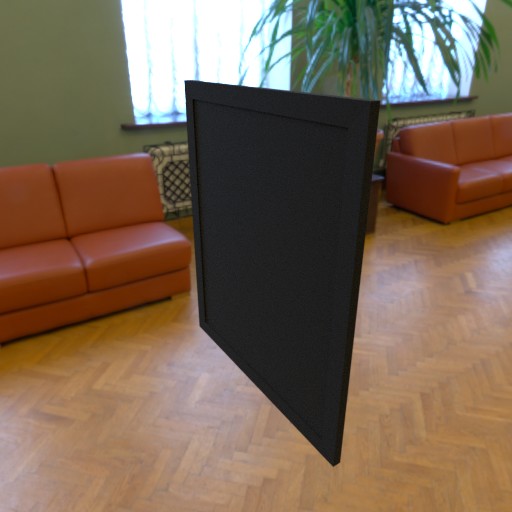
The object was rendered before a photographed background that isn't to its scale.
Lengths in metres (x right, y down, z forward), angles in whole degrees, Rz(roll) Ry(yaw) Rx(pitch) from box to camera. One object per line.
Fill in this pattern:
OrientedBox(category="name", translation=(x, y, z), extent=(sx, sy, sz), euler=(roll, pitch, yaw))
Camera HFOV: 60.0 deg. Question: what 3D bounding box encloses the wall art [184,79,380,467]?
OrientedBox(category="wall art", translation=(0.000, 0.000, 0.507), extent=(0.010, 0.361, 0.311), euler=(-15, 29, -30))
